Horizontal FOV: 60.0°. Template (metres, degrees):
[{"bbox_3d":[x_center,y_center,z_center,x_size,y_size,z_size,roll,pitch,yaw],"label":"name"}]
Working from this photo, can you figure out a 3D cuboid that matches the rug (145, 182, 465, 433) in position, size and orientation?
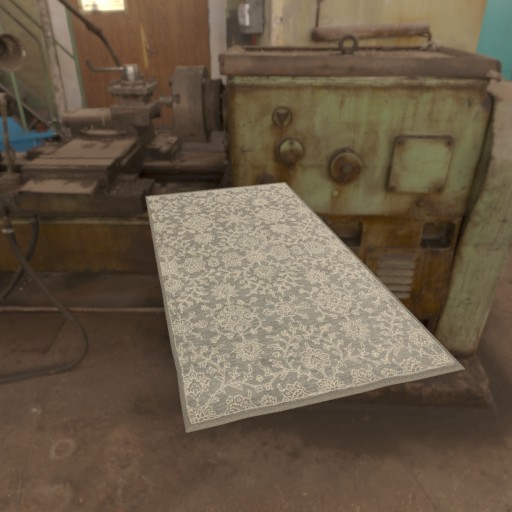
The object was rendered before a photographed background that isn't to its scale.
[{"bbox_3d":[0.000,0.000,3.545,1.546,0.011,3.048,-8,31,-14],"label":"rug"}]
